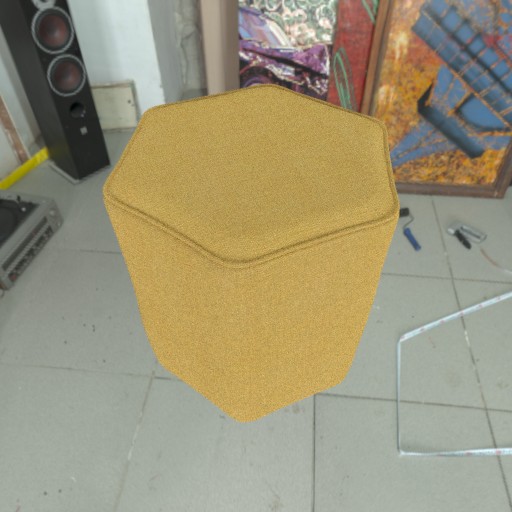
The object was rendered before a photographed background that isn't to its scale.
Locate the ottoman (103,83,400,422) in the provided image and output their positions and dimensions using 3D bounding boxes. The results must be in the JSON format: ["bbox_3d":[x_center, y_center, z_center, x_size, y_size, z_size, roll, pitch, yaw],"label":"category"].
[{"bbox_3d":[0.000,0.000,0.885,0.494,0.502,0.443,-18,50,-16],"label":"ottoman"}]
